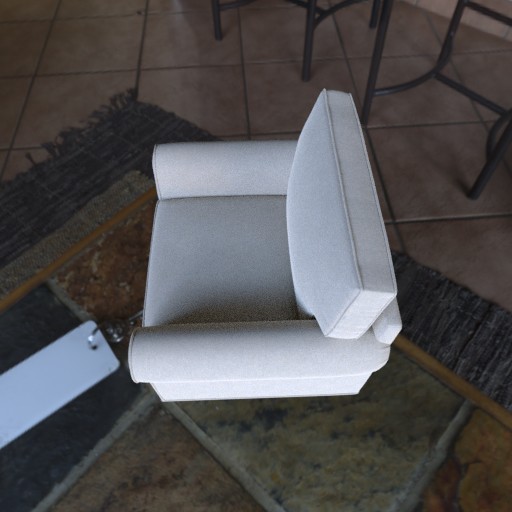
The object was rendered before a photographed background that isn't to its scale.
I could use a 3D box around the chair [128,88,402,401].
[{"bbox_3d":[0.000,0.000,1.774,0.863,0.955,1.040,-2,57,-1],"label":"chair"}]
